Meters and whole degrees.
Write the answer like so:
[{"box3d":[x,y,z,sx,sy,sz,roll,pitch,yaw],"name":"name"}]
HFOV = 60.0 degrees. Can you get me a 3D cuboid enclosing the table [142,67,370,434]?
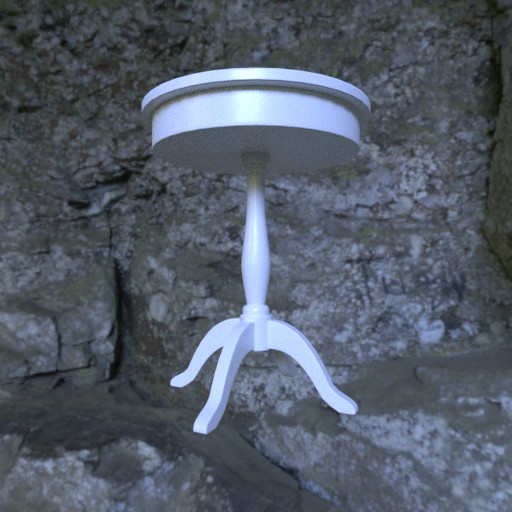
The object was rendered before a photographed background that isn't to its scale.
[{"box3d":[0.000,0.000,1.023,0.513,0.653,0.513,0,0,0],"name":"table"}]
